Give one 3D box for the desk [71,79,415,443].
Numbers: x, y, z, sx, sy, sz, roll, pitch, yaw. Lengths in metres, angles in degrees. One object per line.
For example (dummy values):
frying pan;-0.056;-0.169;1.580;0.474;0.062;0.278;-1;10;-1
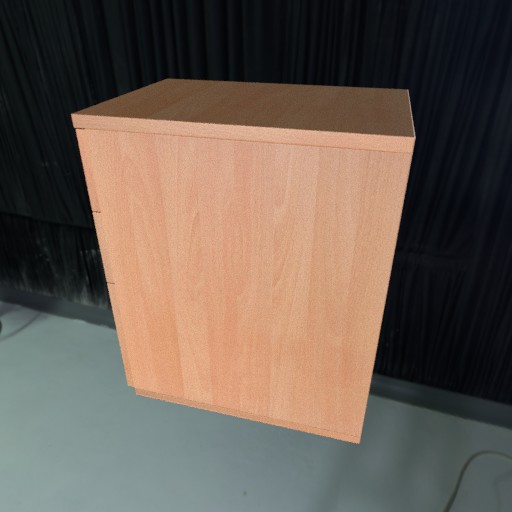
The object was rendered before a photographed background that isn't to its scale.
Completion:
desk;0.000;0.000;1.080;0.600;0.730;0.404;8;31;13
